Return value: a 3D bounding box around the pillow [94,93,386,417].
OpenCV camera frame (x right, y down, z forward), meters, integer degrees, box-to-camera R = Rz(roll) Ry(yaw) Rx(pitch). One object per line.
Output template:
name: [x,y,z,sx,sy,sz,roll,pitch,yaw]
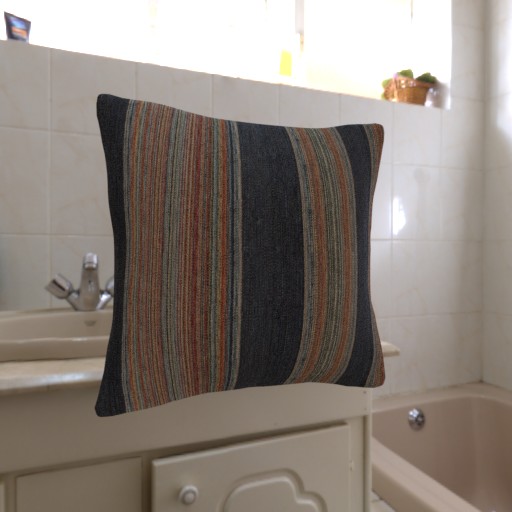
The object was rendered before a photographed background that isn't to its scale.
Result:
pillow: [0.000,0.000,0.637,0.437,0.419,0.136,0,0,-19]
